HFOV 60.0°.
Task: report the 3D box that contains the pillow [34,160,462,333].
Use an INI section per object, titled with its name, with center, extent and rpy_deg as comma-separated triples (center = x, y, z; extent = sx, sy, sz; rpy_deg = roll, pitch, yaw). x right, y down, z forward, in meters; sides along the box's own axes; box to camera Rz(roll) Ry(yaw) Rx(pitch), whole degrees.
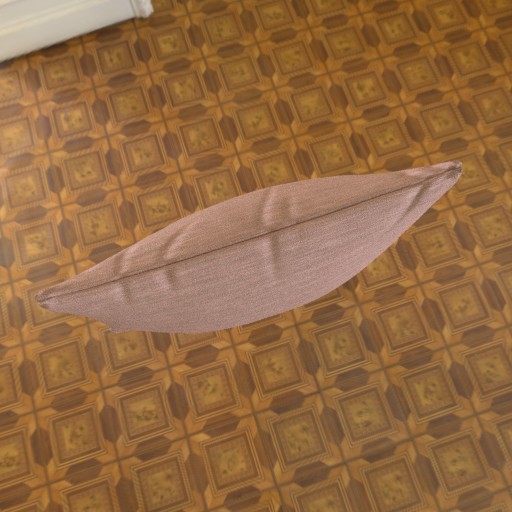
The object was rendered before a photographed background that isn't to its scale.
[pillow]
center = 0.000, 0.000, 0.776
extent = 0.633, 0.338, 0.210
rpy_deg = -18, 76, -5
